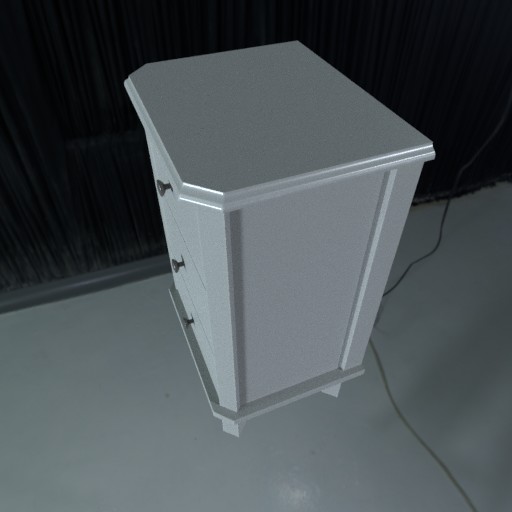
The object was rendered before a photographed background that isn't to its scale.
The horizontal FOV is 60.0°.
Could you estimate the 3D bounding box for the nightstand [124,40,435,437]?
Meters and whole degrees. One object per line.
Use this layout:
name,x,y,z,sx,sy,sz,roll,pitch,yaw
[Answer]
nightstand,0.000,0.000,0.926,0.348,0.680,0.435,-16,47,-16
